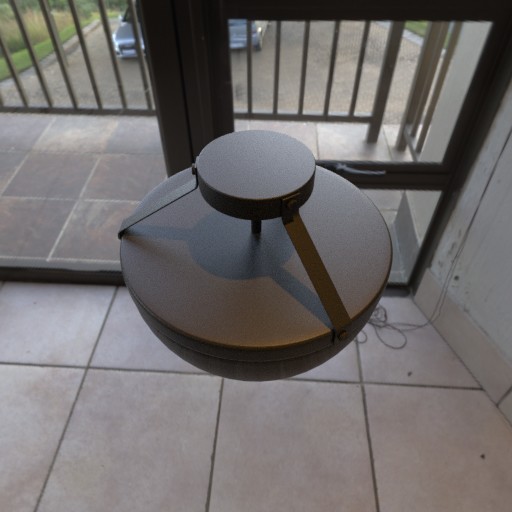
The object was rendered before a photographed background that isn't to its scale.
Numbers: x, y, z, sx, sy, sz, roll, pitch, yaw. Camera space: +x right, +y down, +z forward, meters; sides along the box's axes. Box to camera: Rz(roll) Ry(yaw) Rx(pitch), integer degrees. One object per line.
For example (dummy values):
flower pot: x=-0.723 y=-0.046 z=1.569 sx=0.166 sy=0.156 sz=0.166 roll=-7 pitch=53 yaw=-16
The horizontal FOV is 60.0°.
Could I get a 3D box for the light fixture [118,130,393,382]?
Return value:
light fixture: x=0.000 y=0.000 z=0.529 sx=0.304 sy=0.269 sz=0.304 roll=0 pitch=47 yaw=0
